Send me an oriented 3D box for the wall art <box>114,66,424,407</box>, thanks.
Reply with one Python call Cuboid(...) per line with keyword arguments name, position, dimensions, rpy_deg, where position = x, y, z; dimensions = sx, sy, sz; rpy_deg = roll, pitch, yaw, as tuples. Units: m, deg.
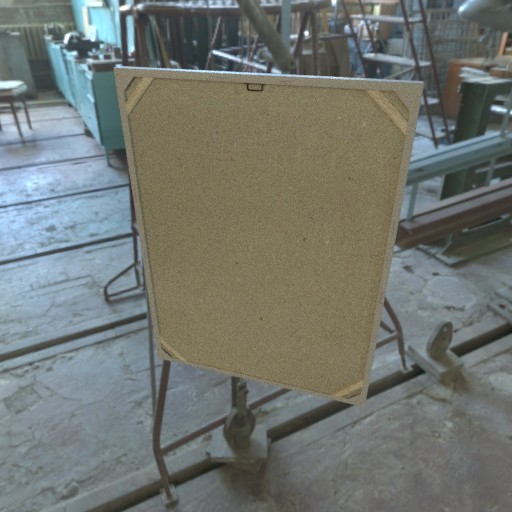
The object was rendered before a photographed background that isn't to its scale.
Cuboid(name="wall art", position=(0.000, 0.000, 1.578), dimensions=(0.914, 1.212, 0.038), rpy_deg=(9, 32, 15))
